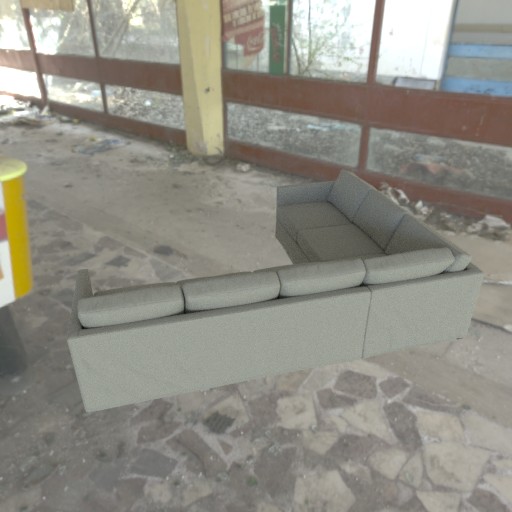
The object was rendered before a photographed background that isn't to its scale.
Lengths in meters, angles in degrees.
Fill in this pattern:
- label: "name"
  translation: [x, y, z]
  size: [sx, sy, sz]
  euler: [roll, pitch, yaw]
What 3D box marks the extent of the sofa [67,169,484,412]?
- label: "sofa"
  translation: [0.000, 0.000, 4.329]
  size: [3.182, 0.871, 2.432]
  euler: [-7, 29, -13]
